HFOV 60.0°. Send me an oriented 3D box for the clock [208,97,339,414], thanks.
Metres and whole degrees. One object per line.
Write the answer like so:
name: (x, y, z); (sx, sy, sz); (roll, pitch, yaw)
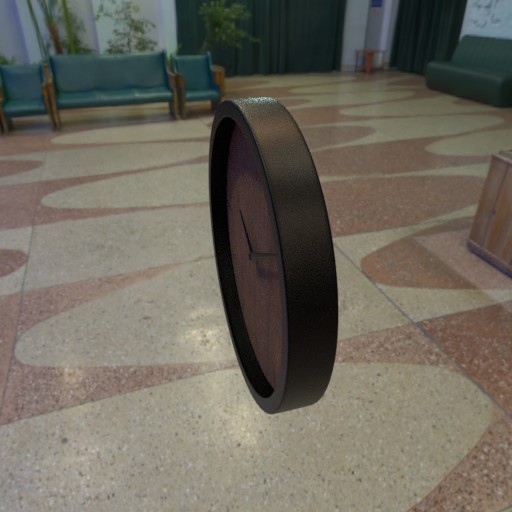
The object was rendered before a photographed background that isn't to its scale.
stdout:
clock: (0.000, 0.000, 0.466); (0.040, 0.314, 0.314); (-8, 31, -14)
